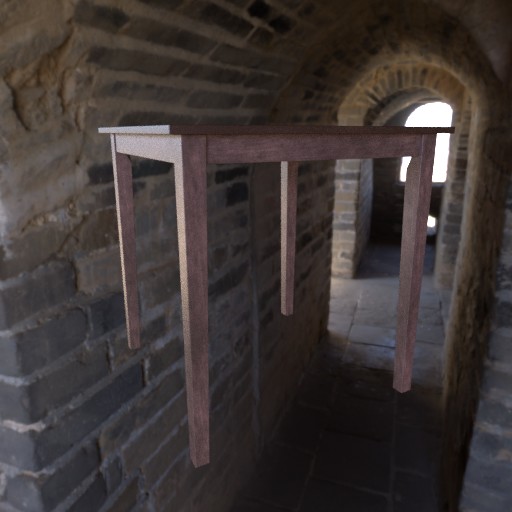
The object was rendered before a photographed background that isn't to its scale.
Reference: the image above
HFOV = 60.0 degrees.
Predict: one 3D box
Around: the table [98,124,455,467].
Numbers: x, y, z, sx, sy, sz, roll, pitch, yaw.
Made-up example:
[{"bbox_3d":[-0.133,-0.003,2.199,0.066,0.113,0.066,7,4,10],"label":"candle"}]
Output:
[{"bbox_3d":[0.000,0.000,1.379,0.749,0.770,0.749,-8,18,-27],"label":"table"}]
